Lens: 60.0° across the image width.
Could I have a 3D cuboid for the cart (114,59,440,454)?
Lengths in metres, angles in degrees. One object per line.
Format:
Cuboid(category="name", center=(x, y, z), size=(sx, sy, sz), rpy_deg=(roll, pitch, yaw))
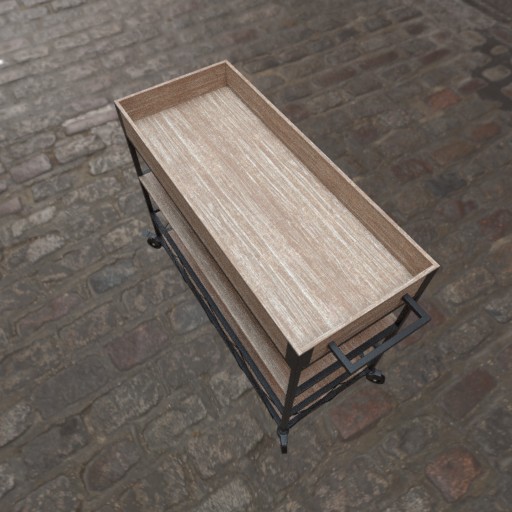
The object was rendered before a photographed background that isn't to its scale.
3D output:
Cuboid(category="cart", center=(0.000, 0.000, 1.504), size=(0.500, 0.787, 1.101), rpy_deg=(-28, 61, -17))
